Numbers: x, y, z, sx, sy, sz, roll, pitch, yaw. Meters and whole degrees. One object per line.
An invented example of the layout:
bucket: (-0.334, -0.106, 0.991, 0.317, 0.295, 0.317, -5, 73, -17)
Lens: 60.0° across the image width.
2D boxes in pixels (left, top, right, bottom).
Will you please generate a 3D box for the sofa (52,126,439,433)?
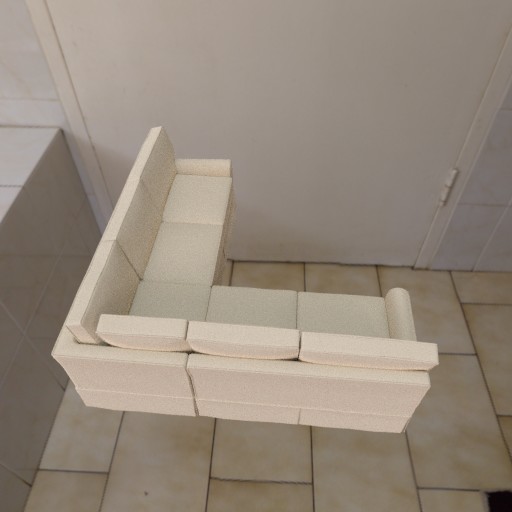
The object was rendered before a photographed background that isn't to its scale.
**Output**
sofa: (0.000, 0.000, 4.005, 2.591, 1.070, 2.597, 4, 48, 3)
